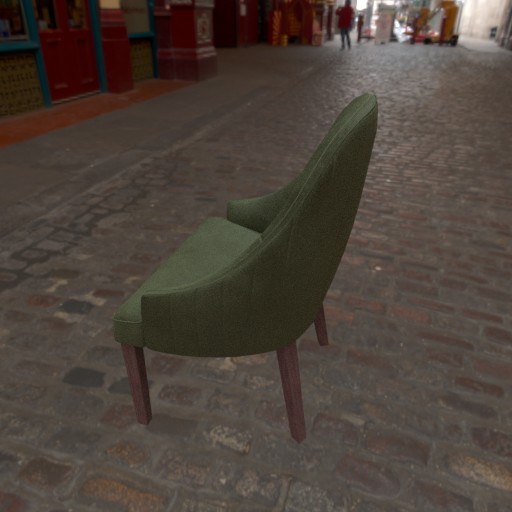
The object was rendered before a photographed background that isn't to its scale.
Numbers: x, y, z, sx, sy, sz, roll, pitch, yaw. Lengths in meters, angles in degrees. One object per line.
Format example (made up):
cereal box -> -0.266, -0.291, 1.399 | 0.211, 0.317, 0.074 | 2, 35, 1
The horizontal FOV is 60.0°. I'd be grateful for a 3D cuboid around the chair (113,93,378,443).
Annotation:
chair -> 0.000, 0.000, 1.265 | 0.575, 0.889, 0.643 | 8, 30, 15
